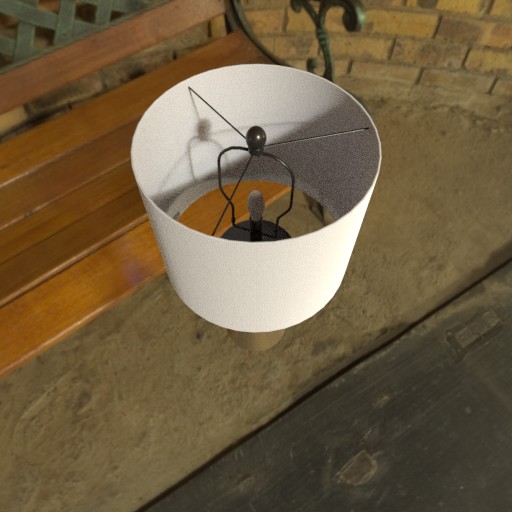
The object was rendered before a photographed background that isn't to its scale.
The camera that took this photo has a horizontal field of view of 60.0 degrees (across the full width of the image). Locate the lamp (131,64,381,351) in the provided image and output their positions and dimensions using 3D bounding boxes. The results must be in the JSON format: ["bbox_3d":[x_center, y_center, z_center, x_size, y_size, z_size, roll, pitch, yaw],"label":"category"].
[{"bbox_3d":[0.000,0.000,0.769,0.304,0.573,0.304,17,60,10],"label":"lamp"}]
